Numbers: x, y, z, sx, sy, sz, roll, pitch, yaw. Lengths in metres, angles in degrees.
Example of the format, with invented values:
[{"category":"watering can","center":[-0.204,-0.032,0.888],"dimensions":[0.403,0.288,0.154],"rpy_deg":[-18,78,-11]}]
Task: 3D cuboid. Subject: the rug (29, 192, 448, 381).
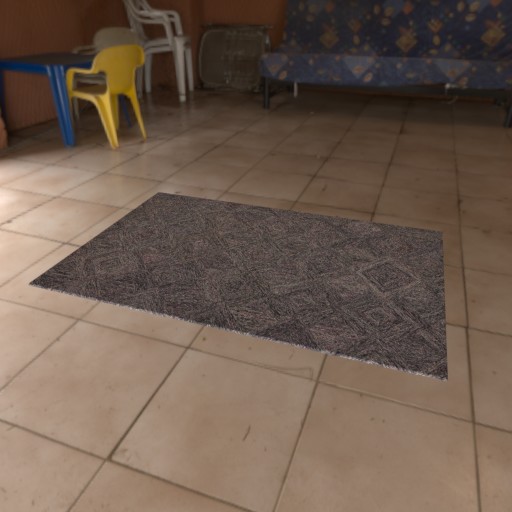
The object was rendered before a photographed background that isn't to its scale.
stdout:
[{"category":"rug","center":[0.000,0.000,2.878],"dimensions":[2.298,0.017,1.501],"rpy_deg":[10,32,16]}]
